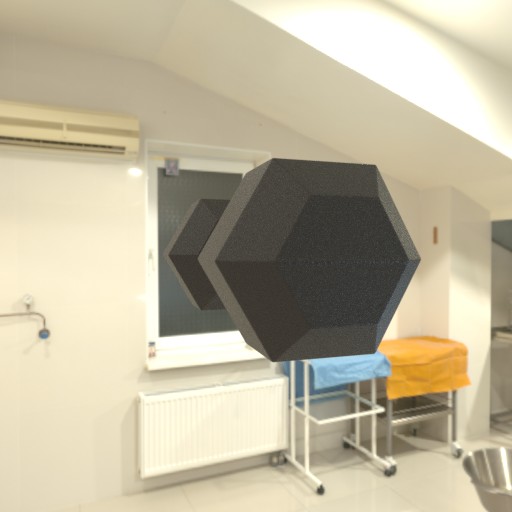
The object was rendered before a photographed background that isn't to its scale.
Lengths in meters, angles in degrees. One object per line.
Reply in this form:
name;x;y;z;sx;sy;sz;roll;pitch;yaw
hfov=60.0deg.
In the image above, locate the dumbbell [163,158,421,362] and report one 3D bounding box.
dumbbell;0.000;0.000;0.414;0.142;0.123;0.337;0;1;-18
